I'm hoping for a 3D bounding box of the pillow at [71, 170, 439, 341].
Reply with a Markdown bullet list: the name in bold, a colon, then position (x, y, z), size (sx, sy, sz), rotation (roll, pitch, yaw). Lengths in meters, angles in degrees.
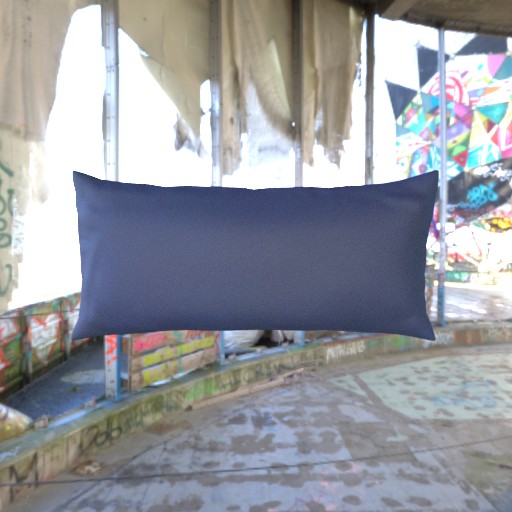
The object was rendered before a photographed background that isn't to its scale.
- **pillow**: position (0.000, 0.000, 0.738), size (0.610, 0.287, 0.151), rotation (0, 1, -2)
